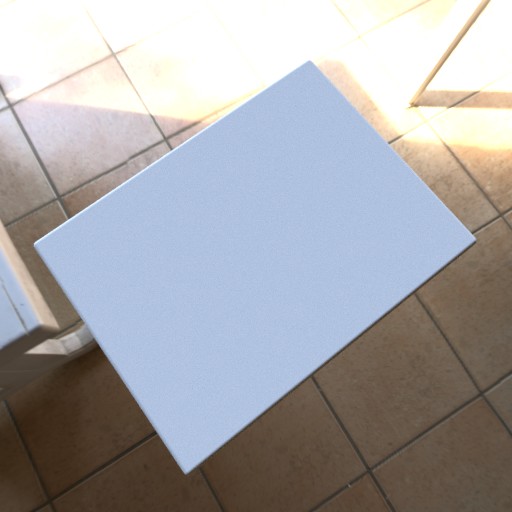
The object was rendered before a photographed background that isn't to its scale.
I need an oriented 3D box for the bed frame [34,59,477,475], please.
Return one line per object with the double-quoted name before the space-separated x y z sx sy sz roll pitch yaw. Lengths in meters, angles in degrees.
"bed frame" 0.000 0.000 2.838 2.072 0.659 1.557 -36 79 -9
